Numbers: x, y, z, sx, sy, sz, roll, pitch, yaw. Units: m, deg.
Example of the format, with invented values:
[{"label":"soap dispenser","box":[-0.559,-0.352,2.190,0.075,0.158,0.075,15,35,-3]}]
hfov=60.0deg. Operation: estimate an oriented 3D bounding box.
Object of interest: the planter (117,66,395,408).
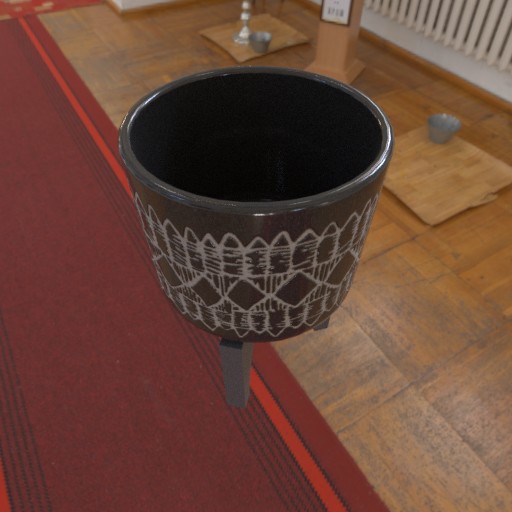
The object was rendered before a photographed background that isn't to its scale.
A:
[{"label":"planter","box":[0.000,0.000,0.533,0.251,0.355,0.251,10,47,10]}]
